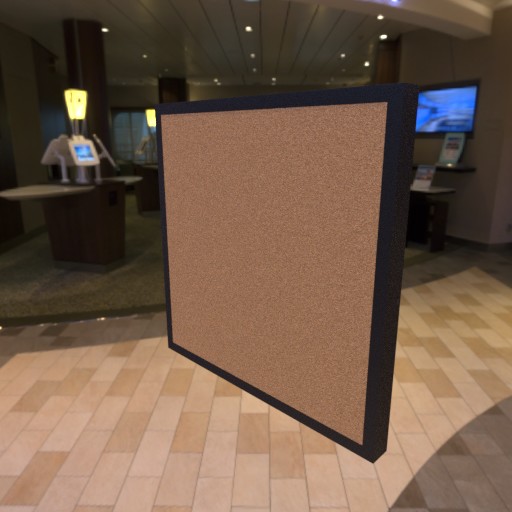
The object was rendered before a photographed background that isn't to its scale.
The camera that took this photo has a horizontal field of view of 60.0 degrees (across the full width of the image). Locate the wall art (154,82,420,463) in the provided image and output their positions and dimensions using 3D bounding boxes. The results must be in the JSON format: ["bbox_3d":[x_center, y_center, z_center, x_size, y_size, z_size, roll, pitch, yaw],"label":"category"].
[{"bbox_3d":[0.000,0.000,0.749,0.508,0.508,0.038,15,21,43],"label":"wall art"}]
